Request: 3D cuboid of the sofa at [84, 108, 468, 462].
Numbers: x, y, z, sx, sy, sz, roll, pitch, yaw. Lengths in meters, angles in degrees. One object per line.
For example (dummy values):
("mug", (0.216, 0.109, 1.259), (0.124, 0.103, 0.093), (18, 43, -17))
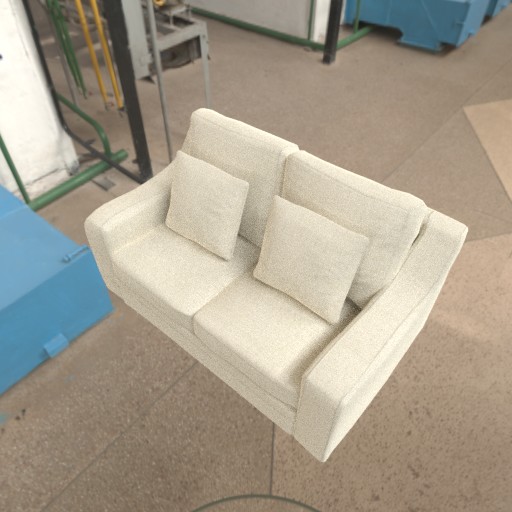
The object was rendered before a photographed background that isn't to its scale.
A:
("sofa", (0.000, 0.000, 2.378), (1.744, 1.047, 1.040), (31, 54, 27))
